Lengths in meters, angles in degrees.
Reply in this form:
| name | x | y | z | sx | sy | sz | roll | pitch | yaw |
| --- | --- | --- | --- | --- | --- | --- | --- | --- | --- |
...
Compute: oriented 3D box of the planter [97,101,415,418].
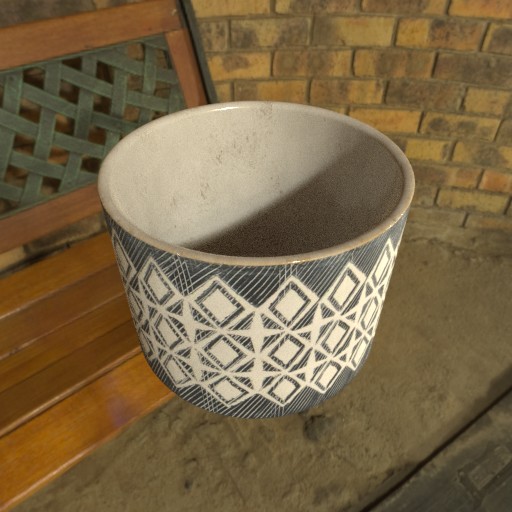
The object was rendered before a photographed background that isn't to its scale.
| name | x | y | z | sx | sy | sz | roll | pitch | yaw |
| --- | --- | --- | --- | --- | --- | --- | --- | --- | --- |
| planter | 0.000 | 0.000 | 0.217 | 0.126 | 0.104 | 0.126 | 0 | 41 | 0 |
